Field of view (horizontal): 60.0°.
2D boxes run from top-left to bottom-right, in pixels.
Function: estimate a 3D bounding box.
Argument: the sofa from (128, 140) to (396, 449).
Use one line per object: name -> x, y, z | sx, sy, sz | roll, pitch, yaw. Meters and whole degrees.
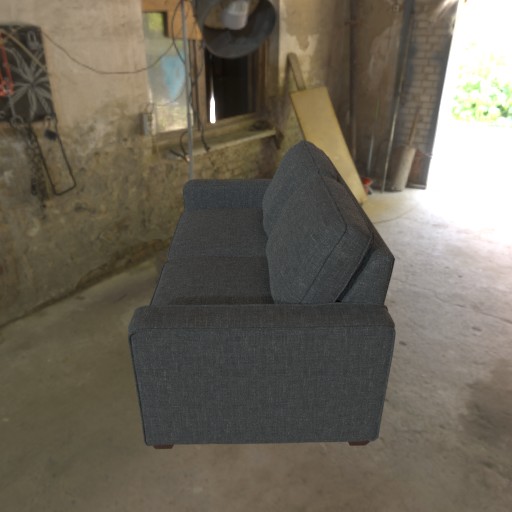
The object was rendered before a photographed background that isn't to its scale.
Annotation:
sofa -> 0.000, 0.000, 2.304 | 0.947, 0.918, 1.709 | -1, 27, -1
